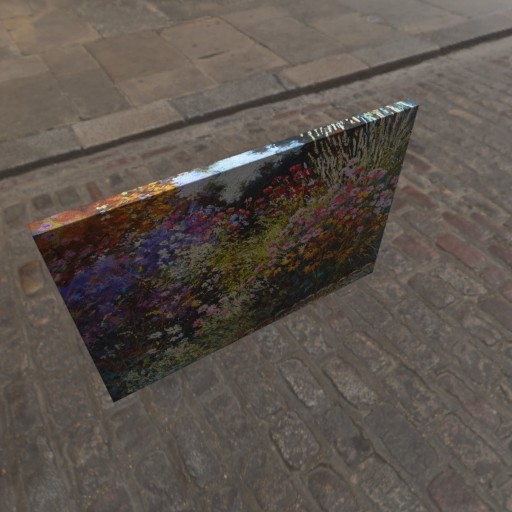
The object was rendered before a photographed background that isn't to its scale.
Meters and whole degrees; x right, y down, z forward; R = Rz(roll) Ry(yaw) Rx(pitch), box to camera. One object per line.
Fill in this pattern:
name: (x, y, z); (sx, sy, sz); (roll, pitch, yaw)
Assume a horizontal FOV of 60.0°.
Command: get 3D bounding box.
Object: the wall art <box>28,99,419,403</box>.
wall art: (0.000, 0.000, 1.141); (0.908, 0.604, 0.037); (-23, 50, -21)
